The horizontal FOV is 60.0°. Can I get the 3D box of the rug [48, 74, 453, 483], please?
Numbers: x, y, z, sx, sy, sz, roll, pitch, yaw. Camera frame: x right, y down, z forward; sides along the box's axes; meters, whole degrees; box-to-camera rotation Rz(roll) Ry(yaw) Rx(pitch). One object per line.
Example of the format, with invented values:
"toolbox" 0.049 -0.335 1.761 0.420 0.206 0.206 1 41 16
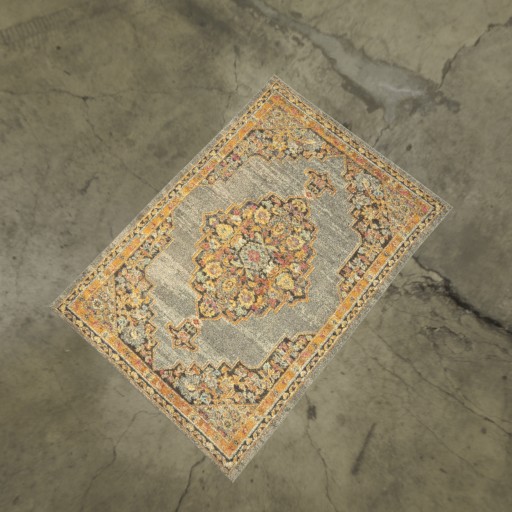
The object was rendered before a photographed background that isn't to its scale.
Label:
"rug" 0.000 0.000 3.963 2.158 0.024 3.063 40 80 9
